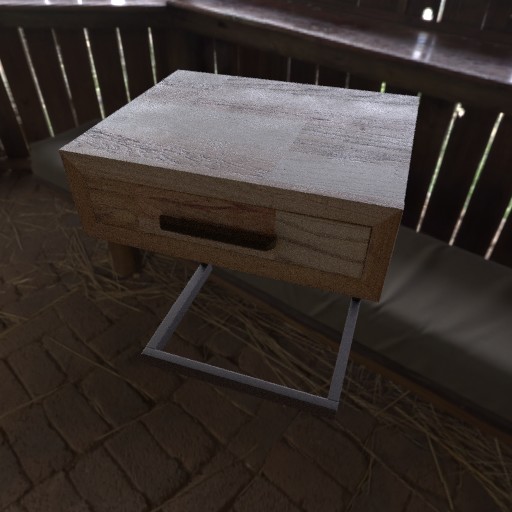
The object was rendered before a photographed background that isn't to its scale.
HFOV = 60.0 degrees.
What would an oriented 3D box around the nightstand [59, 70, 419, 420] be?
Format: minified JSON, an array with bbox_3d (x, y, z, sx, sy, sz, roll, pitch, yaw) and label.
[{"bbox_3d":[0.000,0.000,1.017,0.558,0.632,0.481,12,41,14],"label":"nightstand"}]
